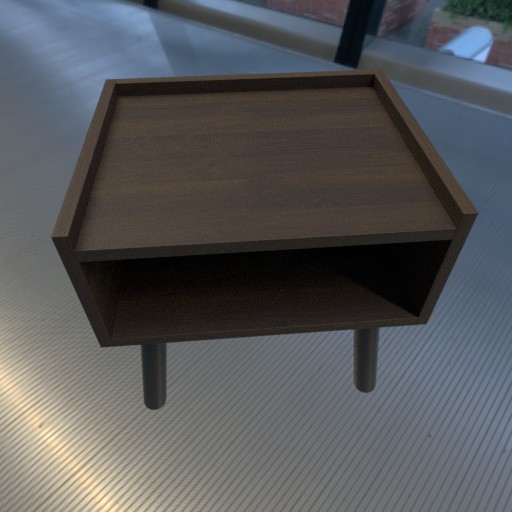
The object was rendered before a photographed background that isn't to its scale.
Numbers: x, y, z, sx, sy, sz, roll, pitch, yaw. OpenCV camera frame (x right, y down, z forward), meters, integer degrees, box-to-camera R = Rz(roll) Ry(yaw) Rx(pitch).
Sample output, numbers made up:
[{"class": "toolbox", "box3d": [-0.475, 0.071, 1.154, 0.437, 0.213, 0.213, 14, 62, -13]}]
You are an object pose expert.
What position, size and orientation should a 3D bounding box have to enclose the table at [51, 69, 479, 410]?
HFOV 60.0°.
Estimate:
[{"class": "table", "box3d": [0.000, 0.000, 0.761, 0.450, 0.470, 0.370, -3, 46, -3]}]
